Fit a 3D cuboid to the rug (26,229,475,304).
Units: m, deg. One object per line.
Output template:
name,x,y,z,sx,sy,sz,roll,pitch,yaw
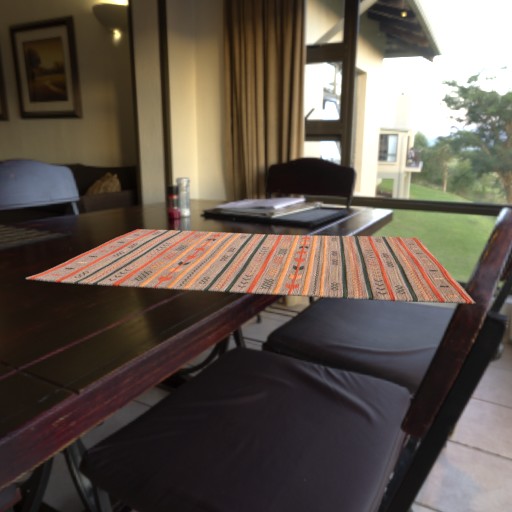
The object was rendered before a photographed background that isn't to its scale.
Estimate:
rug,0.000,0.000,3.088,2.439,0.029,1.537,2,15,9
